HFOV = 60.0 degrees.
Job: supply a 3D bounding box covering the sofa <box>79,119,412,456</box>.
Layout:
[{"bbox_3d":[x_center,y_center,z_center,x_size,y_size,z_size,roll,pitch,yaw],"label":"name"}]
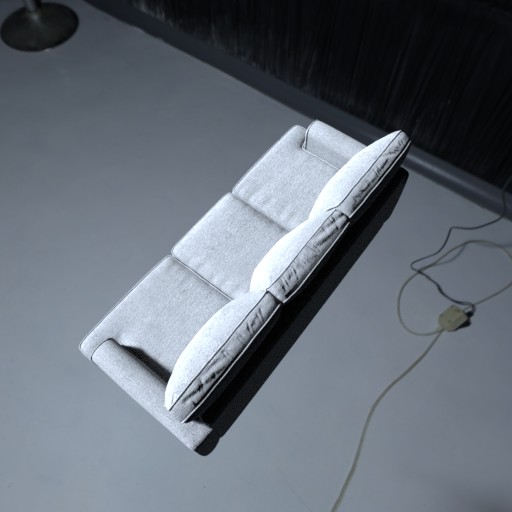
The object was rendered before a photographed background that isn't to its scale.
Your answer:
[{"bbox_3d":[0.000,0.000,2.748,0.951,0.965,2.158,35,68,16],"label":"sofa"}]
